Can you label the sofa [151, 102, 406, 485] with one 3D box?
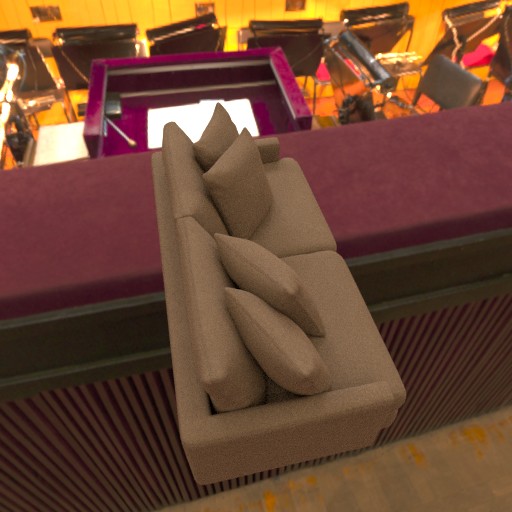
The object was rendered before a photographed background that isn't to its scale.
[{"bbox_3d":[0.000,0.000,2.968,1.228,1.084,2.380,-9,49,-8],"label":"sofa"}]
